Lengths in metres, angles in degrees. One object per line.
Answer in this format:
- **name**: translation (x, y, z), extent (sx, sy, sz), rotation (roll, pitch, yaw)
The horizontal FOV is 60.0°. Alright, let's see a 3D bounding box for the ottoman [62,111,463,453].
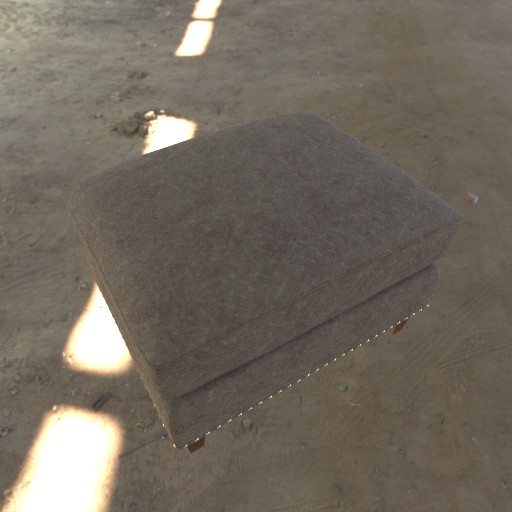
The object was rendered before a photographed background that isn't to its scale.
- **ottoman**: translation (0.000, 0.000, 1.126), extent (0.741, 0.513, 0.584), rotation (-23, 50, -22)
